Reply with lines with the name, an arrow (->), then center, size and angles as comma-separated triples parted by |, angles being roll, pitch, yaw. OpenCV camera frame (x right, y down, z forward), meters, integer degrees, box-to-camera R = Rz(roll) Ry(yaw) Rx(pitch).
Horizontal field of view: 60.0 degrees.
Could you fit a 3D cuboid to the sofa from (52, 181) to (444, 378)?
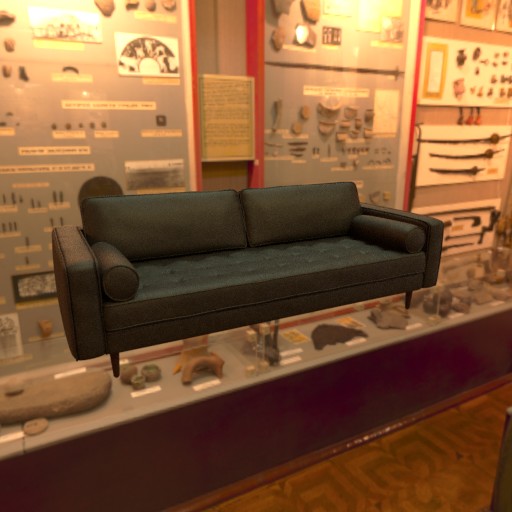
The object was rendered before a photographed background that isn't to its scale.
sofa -> 0.000, 0.000, 2.672 | 2.210, 0.762, 0.914 | -8, 17, -26
